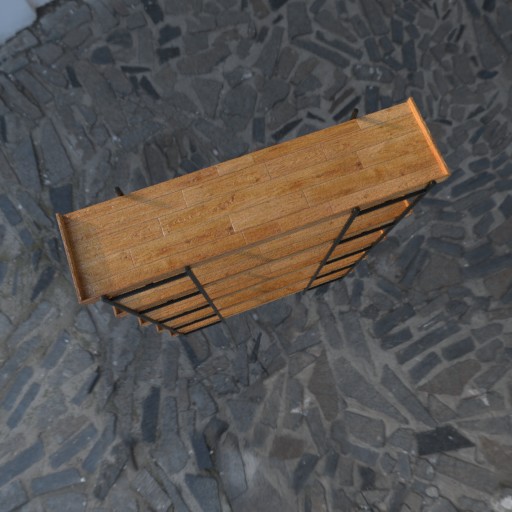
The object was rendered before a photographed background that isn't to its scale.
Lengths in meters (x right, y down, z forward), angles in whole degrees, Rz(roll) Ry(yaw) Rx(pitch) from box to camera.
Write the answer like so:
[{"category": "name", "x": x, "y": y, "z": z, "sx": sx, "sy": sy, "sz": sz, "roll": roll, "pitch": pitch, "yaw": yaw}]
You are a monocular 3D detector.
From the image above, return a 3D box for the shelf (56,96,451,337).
[{"category": "shelf", "x": 0.000, "y": 0.000, "z": 2.445, "sx": 1.371, "sy": 1.826, "sz": 0.379, "roll": -19, "pitch": 77, "yaw": -5}]
